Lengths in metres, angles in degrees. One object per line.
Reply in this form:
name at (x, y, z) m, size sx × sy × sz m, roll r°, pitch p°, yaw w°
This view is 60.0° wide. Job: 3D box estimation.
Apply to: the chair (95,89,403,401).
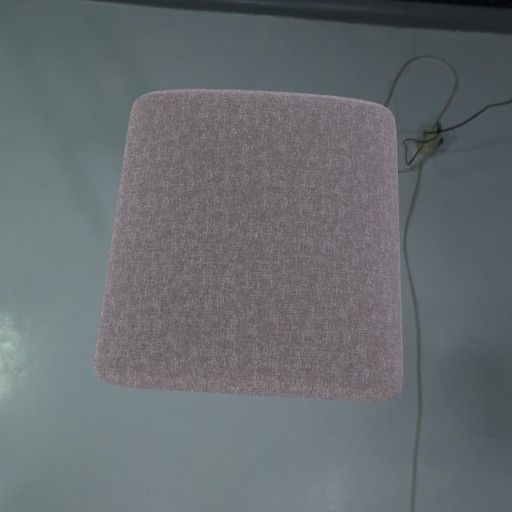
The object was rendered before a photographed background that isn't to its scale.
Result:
chair at (0.000, 0.000, 0.889) m, size 0.530 × 0.410 × 0.530 m, roll 3°, pitch 75°, yaw 1°
